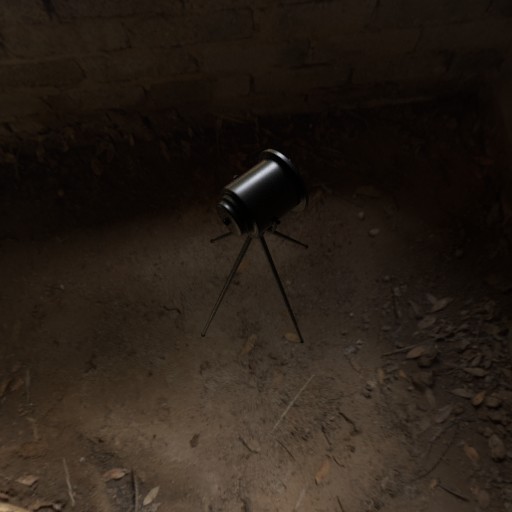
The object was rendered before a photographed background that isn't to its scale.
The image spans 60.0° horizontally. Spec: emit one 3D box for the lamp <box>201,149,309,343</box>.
[{"bbox_3d":[0.000,0.000,2.076,0.884,1.504,0.879,-40,77,-11],"label":"lamp"}]
